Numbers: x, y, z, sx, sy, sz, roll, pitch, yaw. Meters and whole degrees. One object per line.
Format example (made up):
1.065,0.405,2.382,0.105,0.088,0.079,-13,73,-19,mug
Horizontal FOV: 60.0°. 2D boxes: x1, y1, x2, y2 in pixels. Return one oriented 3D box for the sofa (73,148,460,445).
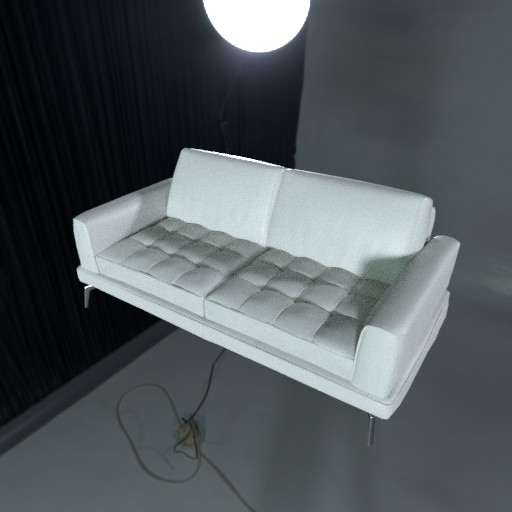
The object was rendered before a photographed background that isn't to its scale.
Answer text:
0.000,0.000,2.721,2.177,0.930,1.121,18,34,29,sofa
